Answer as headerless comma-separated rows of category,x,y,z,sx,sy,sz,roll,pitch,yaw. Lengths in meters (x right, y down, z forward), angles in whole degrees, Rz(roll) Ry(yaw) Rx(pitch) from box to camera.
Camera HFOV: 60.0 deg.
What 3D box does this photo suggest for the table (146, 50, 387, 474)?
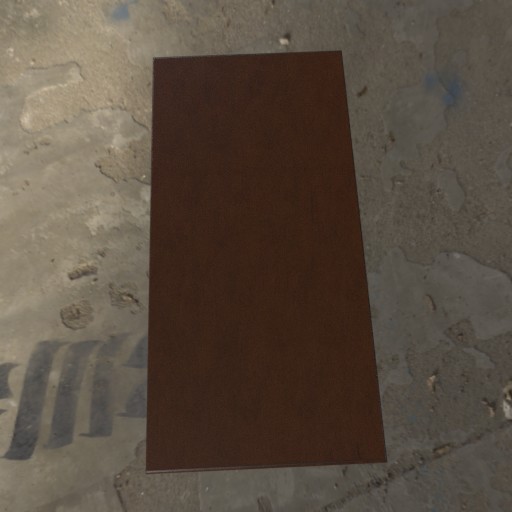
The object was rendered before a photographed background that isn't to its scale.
table,0.000,0.000,1.455,0.594,0.459,1.197,-2,75,-1
